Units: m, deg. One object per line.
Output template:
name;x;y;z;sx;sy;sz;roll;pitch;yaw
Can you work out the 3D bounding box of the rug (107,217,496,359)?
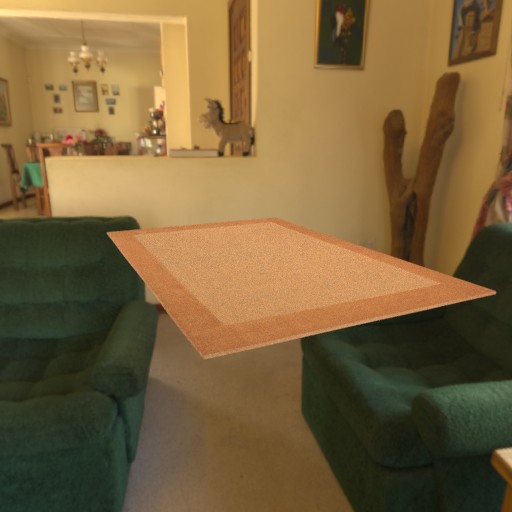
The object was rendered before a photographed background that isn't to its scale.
rug;0.000;0.000;2.284;1.219;0.014;1.829;-7;17;-25
